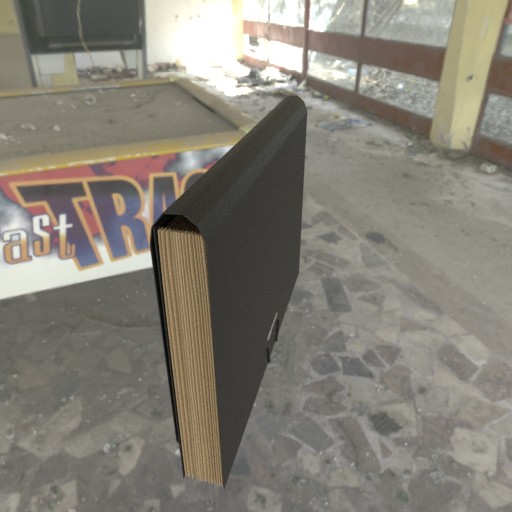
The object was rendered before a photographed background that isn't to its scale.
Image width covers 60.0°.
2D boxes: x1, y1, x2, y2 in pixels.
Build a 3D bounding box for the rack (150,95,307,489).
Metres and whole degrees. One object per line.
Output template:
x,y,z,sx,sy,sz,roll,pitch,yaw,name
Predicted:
0.000,0.000,0.434,0.041,0.241,0.330,8,31,13,rack
